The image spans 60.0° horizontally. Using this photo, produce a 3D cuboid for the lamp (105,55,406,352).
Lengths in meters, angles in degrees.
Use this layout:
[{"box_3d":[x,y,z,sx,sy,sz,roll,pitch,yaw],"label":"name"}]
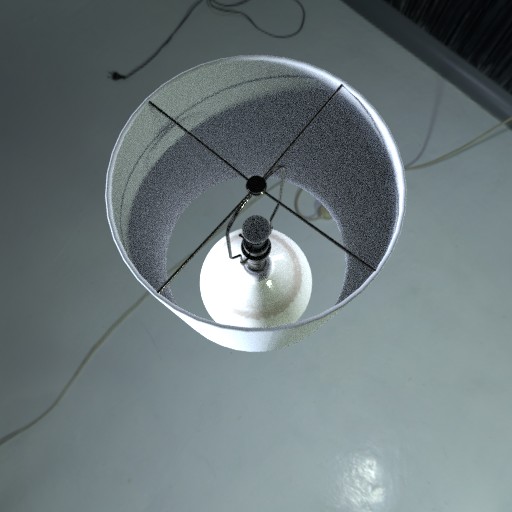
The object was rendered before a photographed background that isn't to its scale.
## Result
[{"box_3d":[0.000,0.000,0.514,0.217,0.404,0.217,38,78,10],"label":"lamp"}]
